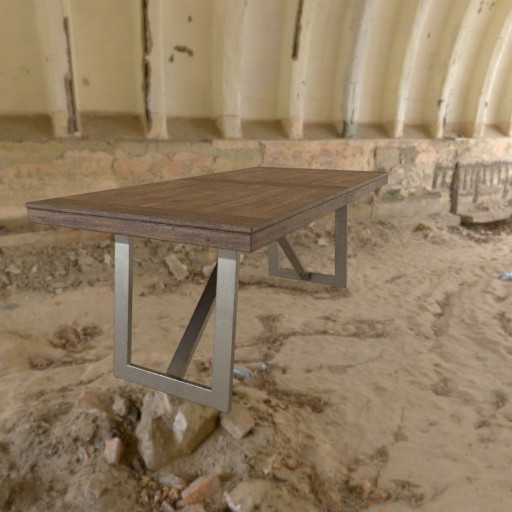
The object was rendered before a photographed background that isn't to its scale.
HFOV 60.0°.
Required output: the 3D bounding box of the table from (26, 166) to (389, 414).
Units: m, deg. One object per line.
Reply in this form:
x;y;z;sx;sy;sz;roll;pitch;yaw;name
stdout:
0.000;0.000;2.317;0.931;0.757;1.867;8;18;26;table
